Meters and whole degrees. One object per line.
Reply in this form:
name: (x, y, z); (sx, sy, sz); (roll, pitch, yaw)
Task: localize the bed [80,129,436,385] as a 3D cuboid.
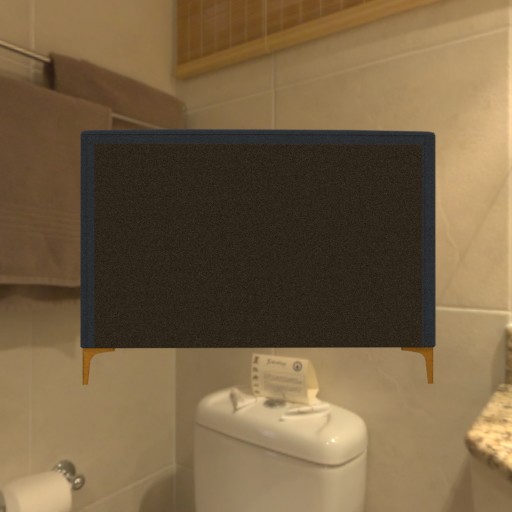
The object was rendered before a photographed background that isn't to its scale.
bed: (0.000, 0.000, 3.190); (1.723, 1.231, 2.172); (0, 0, -1)
